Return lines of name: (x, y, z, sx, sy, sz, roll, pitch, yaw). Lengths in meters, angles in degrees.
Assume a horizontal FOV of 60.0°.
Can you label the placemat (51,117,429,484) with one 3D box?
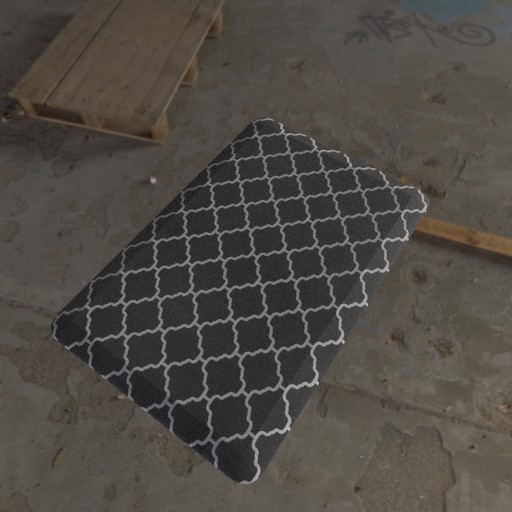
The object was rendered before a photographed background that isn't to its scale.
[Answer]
placemat: (0.000, 0.000, 0.966, 0.508, 0.021, 0.762, 31, 64, 17)
